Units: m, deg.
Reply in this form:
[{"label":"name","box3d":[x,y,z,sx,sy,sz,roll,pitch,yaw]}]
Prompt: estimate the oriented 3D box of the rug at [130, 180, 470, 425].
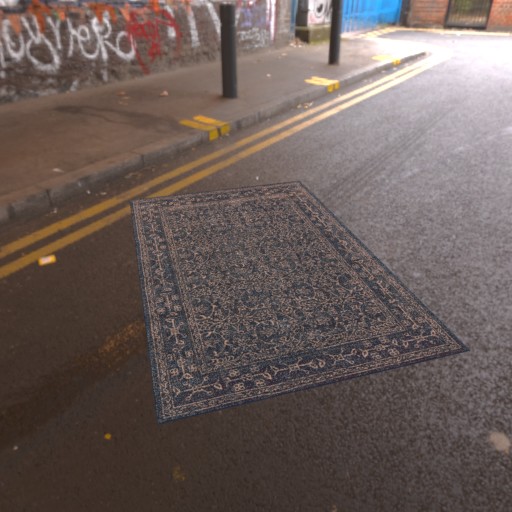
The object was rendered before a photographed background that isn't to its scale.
[{"label":"rug","box3d":[0.000,0.000,2.321,1.200,0.005,1.819,-9,33,-14]}]
